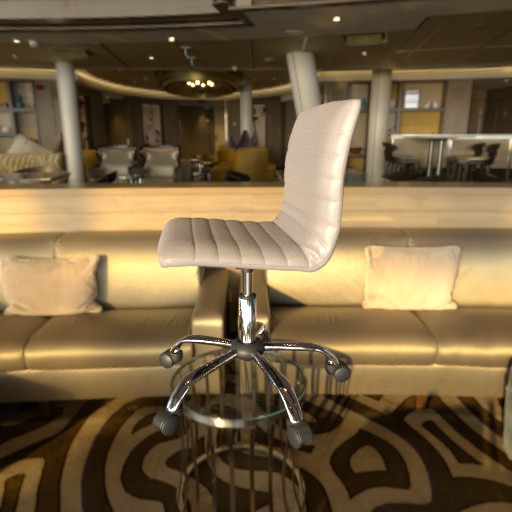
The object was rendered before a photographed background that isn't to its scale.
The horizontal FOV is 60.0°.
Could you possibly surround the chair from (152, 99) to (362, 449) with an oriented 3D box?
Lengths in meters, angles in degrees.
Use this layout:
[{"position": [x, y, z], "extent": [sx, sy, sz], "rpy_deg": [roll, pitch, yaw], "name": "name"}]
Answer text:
[{"position": [0.000, 0.000, 1.135], "extent": [0.542, 0.750, 0.569], "rpy_deg": [-2, 15, -9], "name": "chair"}]
